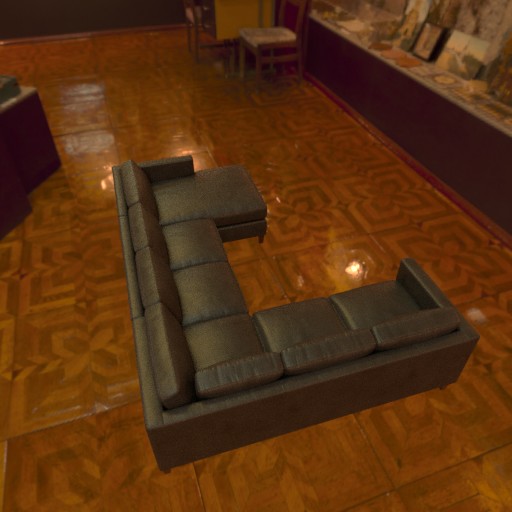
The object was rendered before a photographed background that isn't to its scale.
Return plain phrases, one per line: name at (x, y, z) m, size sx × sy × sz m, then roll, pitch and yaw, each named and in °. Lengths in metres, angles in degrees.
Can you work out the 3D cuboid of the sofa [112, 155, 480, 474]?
sofa at (0.000, 0.000, 4.366) m, size 2.452 × 0.891 × 3.324 m, roll -12°, pitch 43°, yaw -13°
